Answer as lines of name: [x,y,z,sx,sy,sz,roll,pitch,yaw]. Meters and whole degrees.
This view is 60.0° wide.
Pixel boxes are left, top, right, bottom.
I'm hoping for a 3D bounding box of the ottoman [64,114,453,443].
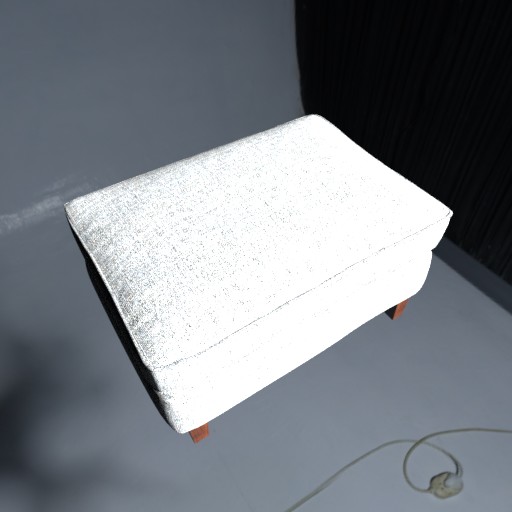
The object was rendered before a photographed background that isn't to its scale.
ottoman: [0.000,0.000,1.016,0.686,0.406,0.508,-26,53,-21]
